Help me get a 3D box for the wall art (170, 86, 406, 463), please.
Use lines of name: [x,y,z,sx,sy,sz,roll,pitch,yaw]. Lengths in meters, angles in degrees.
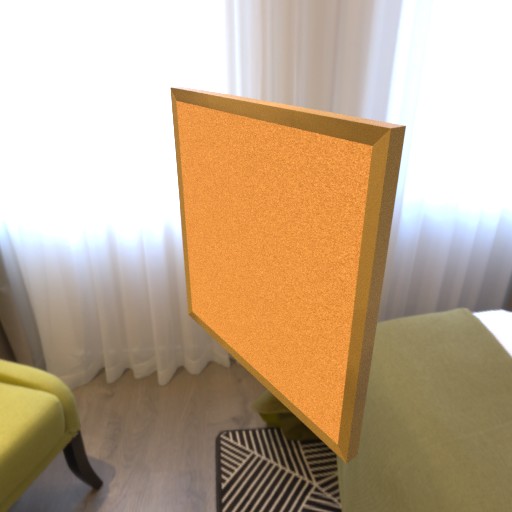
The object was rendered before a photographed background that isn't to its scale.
wall art: [0.000,0.000,1.146,0.038,0.762,0.762,-18,32,-32]
